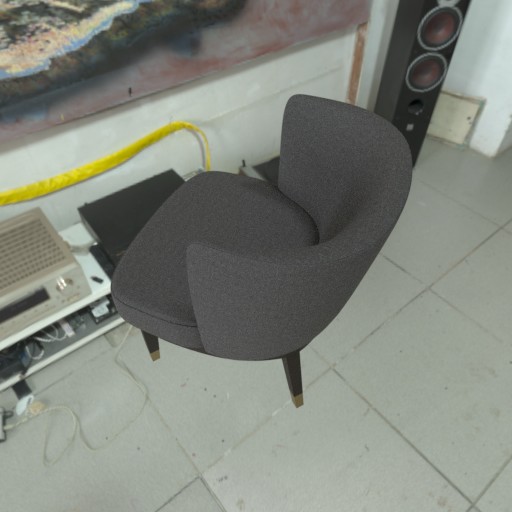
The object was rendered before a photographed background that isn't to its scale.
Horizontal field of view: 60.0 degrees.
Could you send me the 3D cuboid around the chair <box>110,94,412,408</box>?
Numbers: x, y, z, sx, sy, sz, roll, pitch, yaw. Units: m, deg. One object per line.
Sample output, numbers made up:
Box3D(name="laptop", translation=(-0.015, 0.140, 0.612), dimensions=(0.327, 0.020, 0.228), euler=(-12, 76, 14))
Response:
Box3D(name="chair", translation=(0.000, 0.000, 1.272), dimensions=(0.698, 0.695, 0.639), euler=(16, 49, 14))
